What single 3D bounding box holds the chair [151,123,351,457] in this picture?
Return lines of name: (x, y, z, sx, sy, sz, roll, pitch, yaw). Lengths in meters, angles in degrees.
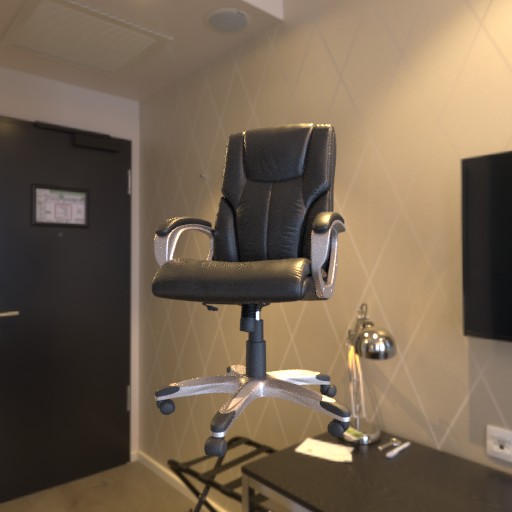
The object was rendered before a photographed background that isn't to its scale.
chair: (0.000, 0.000, 1.613, 0.700, 1.145, 0.780, 0, -1, 18)
